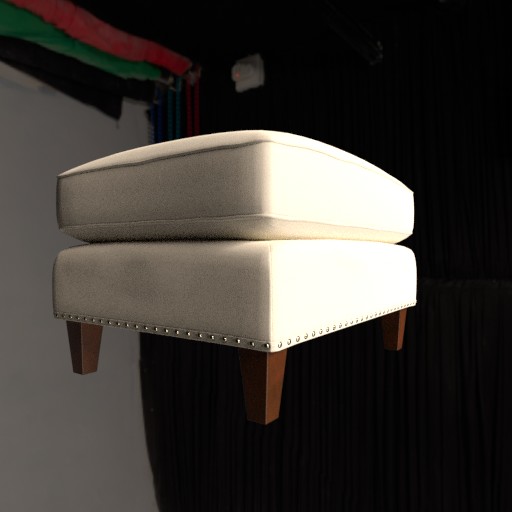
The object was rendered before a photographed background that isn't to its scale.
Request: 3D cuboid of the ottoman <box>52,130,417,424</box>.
[{"bbox_3d":[0.000,0.000,1.100,0.584,0.513,0.741,0,1,35],"label":"ottoman"}]
